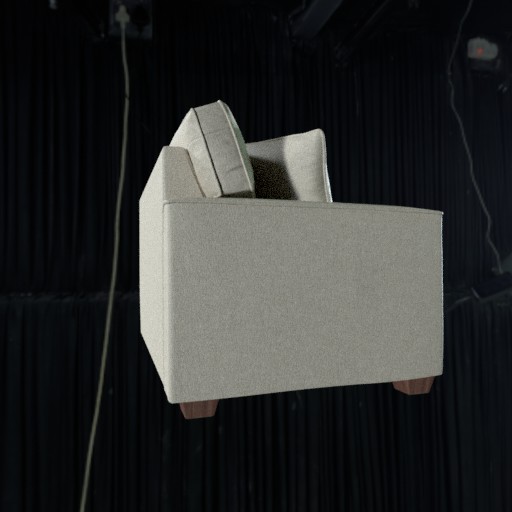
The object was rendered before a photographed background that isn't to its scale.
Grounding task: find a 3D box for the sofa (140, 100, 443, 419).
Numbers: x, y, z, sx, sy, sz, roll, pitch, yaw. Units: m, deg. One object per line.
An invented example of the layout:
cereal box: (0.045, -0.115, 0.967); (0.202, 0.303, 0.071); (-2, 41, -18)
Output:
sofa: (0.000, 0.000, 2.067); (0.991, 0.989, 1.388); (0, -1, -18)
